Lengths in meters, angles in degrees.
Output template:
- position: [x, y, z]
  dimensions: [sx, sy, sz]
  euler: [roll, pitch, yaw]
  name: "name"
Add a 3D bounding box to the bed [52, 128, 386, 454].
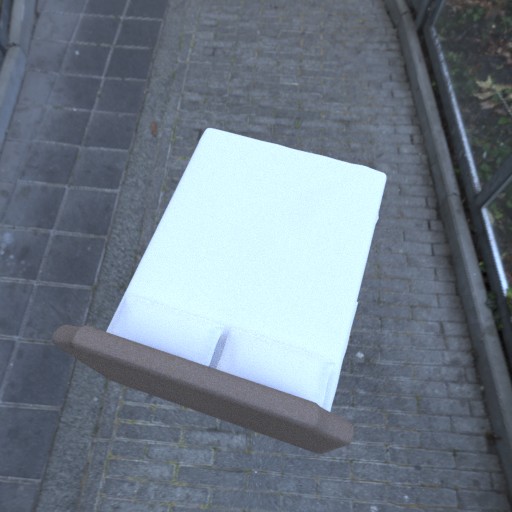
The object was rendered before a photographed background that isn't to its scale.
- position: [0.000, 0.000, 3.132]
  dimensions: [1.693, 1.290, 2.116]
  euler: [17, 65, 8]
  name: "bed"
